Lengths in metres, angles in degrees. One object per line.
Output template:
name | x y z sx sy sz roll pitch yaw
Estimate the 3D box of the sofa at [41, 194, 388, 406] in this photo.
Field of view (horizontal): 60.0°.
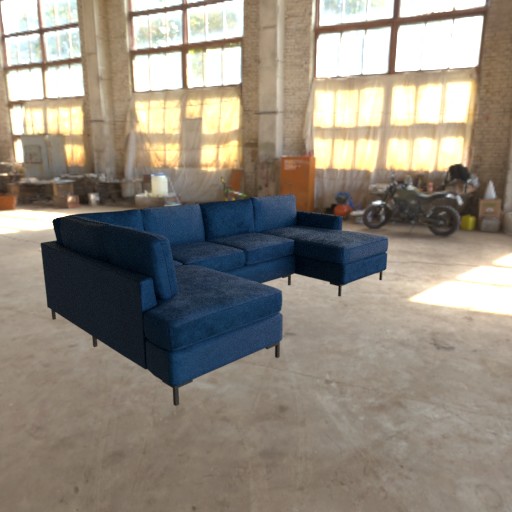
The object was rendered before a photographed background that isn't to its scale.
sofa | 0.000 0.000 4.442 3.434 0.992 2.055 -13 18 -43
